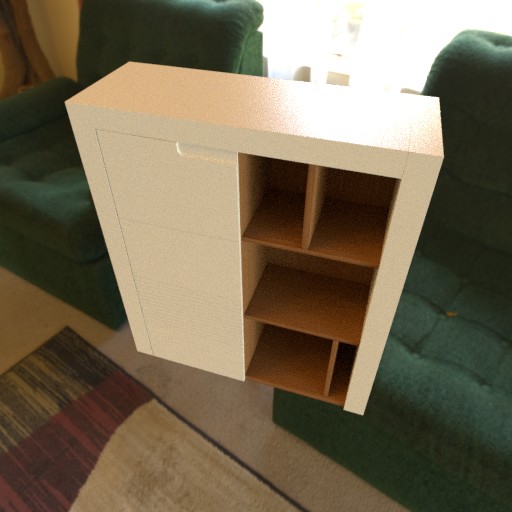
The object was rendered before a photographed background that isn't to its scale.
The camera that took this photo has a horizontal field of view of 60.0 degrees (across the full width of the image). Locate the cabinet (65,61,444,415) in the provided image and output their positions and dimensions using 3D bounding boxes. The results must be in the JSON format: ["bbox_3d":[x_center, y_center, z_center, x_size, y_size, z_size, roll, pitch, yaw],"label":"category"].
[{"bbox_3d":[0.000,0.000,1.604,0.990,1.150,0.348,12,43,13],"label":"cabinet"}]
